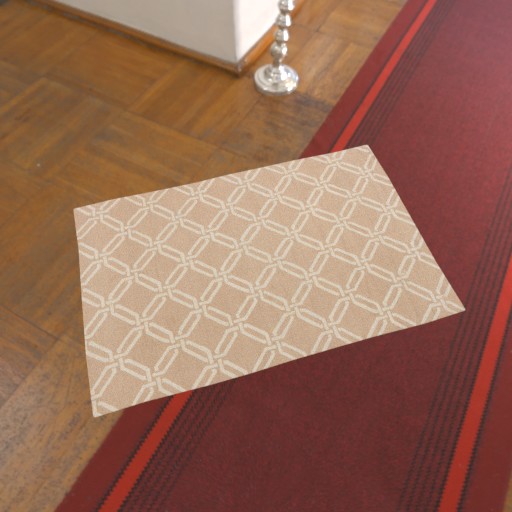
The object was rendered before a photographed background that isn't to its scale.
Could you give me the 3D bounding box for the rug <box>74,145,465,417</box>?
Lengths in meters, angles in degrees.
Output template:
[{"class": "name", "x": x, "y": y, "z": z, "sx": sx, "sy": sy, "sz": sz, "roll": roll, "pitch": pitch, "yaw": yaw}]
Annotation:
[{"class": "rug", "x": 0.000, "y": 0.000, "z": 2.248, "sx": 1.745, "sy": 0.010, "sz": 1.146, "roll": -14, "pitch": 59, "yaw": -9}]
